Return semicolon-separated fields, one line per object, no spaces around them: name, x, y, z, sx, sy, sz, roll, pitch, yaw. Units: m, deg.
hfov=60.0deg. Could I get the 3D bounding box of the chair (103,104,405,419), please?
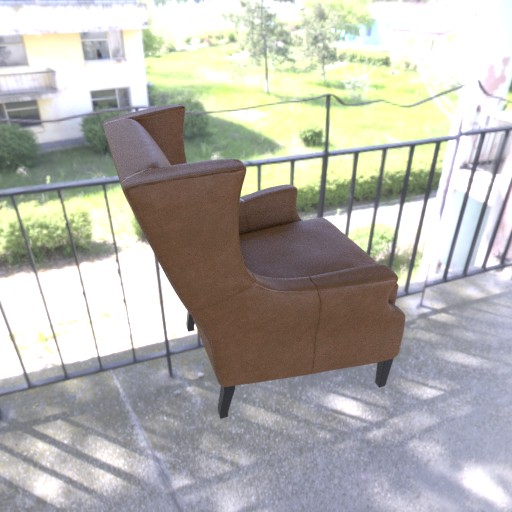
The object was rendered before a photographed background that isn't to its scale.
chair;0.000;0.000;1.701;0.925;1.016;0.852;-11;33;-18
